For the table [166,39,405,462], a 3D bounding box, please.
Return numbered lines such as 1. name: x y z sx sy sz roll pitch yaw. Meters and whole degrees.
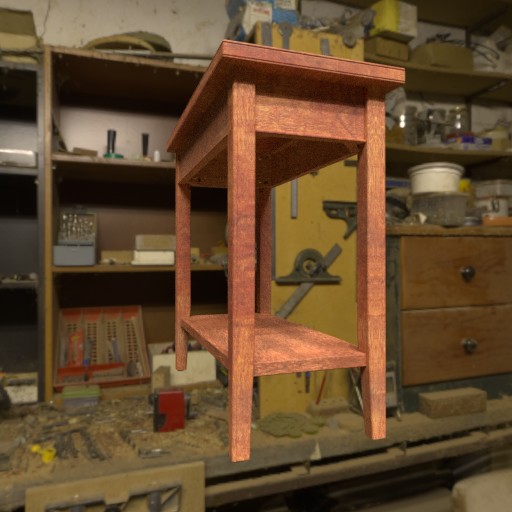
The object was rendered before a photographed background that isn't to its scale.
1. table: 0.000 0.000 0.958 0.305 0.610 0.610 0 0 -19
